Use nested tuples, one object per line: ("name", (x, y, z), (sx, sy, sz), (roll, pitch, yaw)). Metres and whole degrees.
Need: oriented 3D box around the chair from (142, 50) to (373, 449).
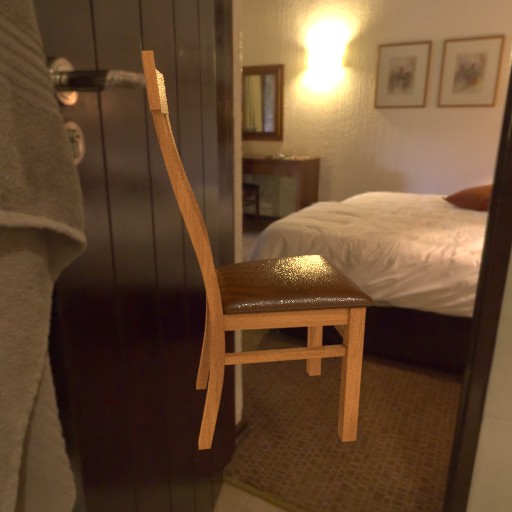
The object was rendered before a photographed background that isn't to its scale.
("chair", (0.000, 0.000, 1.328), (0.580, 1.050, 0.450), (-2, 16, -8))
